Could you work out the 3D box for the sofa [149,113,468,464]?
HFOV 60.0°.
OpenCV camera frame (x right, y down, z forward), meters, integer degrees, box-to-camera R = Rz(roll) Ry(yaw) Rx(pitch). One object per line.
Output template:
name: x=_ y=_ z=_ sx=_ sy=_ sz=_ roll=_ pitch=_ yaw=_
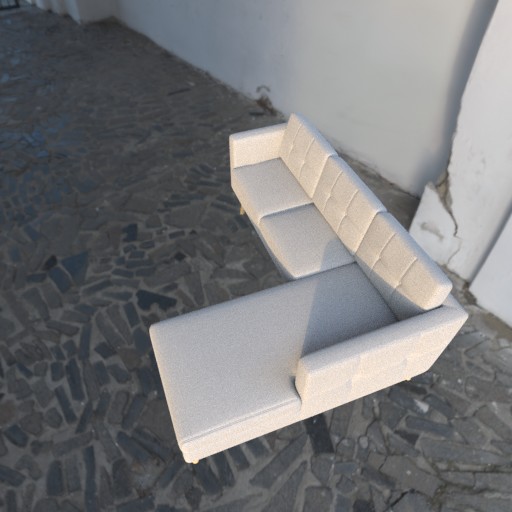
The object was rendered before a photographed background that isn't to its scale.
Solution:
sofa: x=0.000 y=0.000 z=2.865 sx=1.530 sy=0.860 sz=2.040 roll=-16 pitch=49 yaw=-14
